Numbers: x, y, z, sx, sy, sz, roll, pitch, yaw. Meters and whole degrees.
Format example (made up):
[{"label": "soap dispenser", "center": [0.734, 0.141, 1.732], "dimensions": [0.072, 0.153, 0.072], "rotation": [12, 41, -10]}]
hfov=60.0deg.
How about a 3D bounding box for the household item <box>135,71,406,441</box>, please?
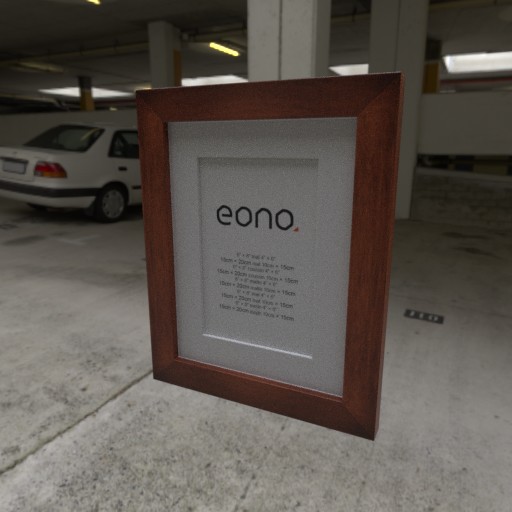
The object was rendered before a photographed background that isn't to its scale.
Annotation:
[{"label": "household item", "center": [0.000, 0.000, 0.342], "dimensions": [0.200, 0.250, 0.020], "rotation": [7, 16, 25]}]
